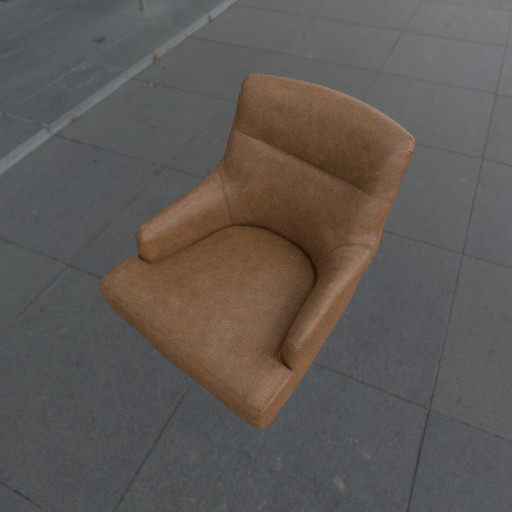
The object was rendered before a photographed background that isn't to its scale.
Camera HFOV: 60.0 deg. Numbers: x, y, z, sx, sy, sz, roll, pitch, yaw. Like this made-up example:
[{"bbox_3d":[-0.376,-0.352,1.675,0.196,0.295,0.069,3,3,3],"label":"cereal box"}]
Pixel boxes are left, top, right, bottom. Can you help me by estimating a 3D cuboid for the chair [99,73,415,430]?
[{"bbox_3d":[0.000,0.000,1.532,0.729,0.869,0.874,32,56,25],"label":"chair"}]
